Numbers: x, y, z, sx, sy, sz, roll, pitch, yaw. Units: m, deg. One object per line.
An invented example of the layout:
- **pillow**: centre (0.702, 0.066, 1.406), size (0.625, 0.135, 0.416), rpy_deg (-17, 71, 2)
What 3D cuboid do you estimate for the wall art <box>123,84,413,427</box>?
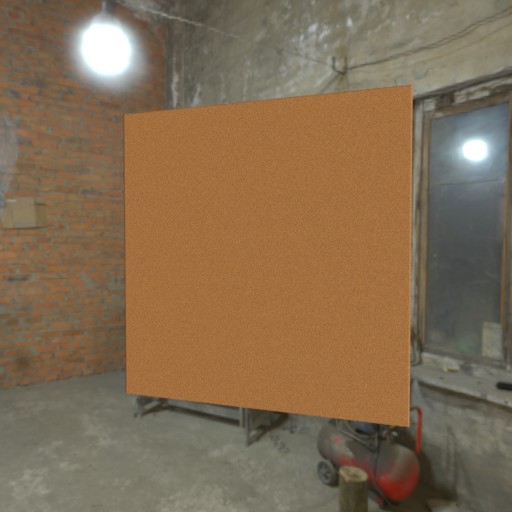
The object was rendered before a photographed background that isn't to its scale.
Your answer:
- **wall art**: centre (0.000, 0.000, 0.841), size (0.554, 0.572, 0.037), rpy_deg (1, 2, 18)
